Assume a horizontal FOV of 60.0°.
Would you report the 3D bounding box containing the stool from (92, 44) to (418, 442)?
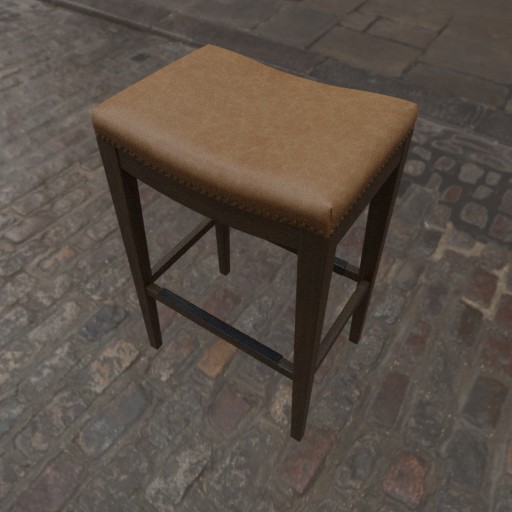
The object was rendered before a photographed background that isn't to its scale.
[{"bbox_3d":[0.000,0.000,1.026,0.500,0.759,0.361,26,52,22],"label":"stool"}]
